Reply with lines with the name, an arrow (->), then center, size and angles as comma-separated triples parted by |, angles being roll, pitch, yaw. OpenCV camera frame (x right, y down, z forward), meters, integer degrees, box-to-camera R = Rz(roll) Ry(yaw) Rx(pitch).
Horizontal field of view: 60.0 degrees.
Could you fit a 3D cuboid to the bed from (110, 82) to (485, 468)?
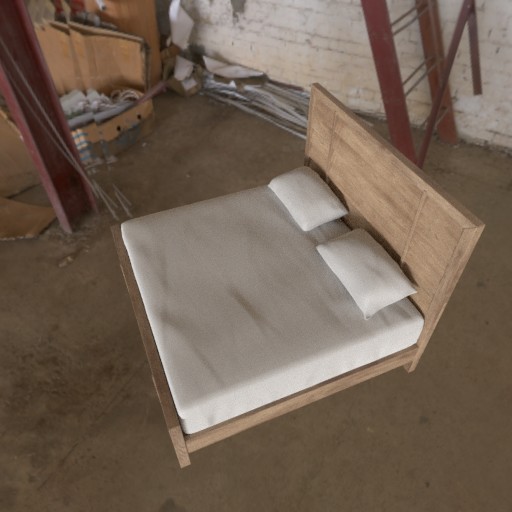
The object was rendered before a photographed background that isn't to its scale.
bed -> 0.000, 0.000, 3.517 | 2.032, 1.626, 2.032 | -17, 48, -16
